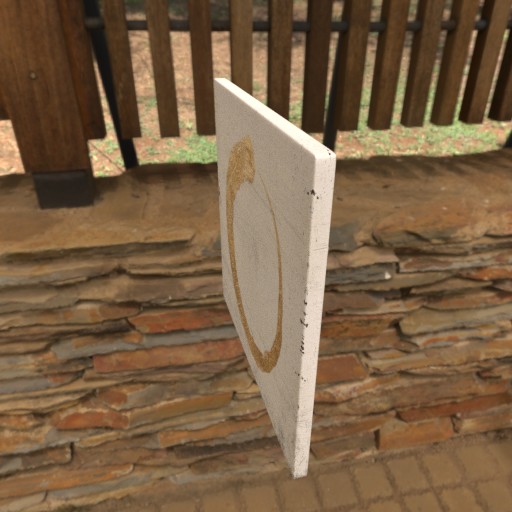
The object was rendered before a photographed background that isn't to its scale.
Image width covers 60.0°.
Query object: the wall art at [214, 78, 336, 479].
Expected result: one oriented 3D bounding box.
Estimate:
[{"bbox_3d":[0.000,0.000,1.148,0.038,0.762,0.762,-8,31,-14],"label":"wall art"}]
